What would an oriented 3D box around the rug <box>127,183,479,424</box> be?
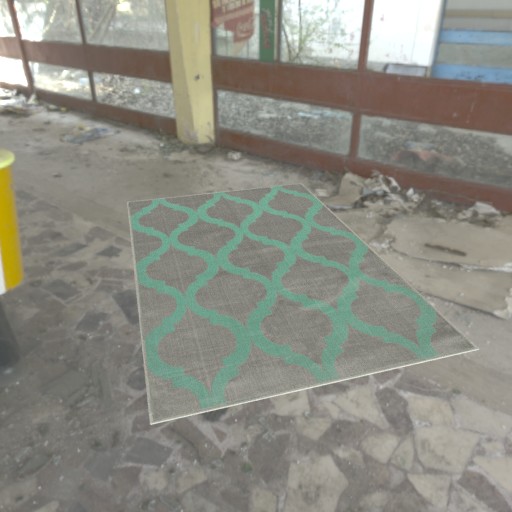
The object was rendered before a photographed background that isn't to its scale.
[{"bbox_3d":[0.000,0.000,2.855,1.524,0.006,2.286,-8,31,-14],"label":"rug"}]
